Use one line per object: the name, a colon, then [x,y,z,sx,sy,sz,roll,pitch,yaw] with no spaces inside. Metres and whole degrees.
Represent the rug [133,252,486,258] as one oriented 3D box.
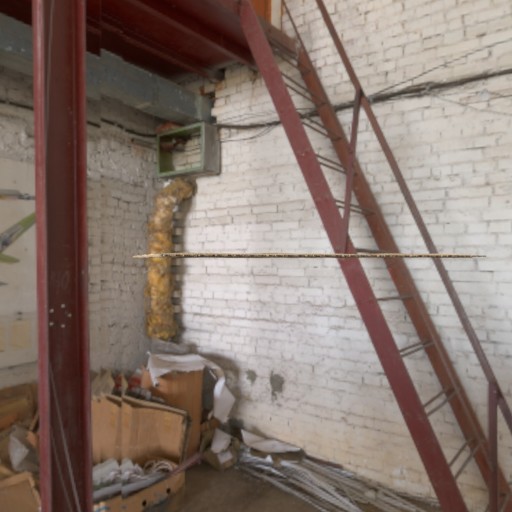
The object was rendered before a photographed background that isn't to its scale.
rug: [0.000,0.000,3.018,1.529,0.027,2.434,0,0,-18]
